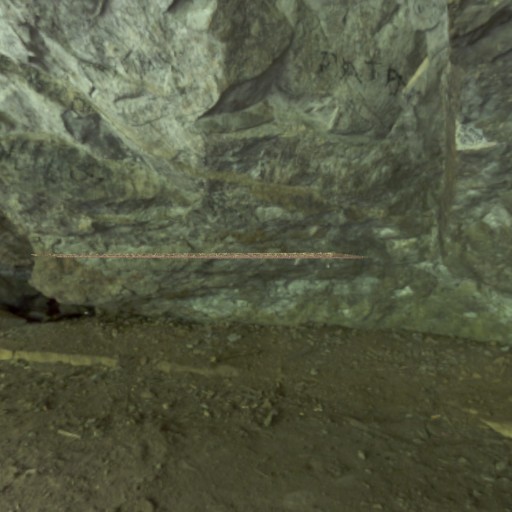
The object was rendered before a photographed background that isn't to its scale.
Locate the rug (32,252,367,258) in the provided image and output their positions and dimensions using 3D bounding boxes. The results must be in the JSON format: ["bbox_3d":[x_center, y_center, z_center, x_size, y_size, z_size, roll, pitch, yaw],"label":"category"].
[{"bbox_3d":[0.000,0.000,2.015,0.905,0.017,1.718,0,0,17],"label":"rug"}]
